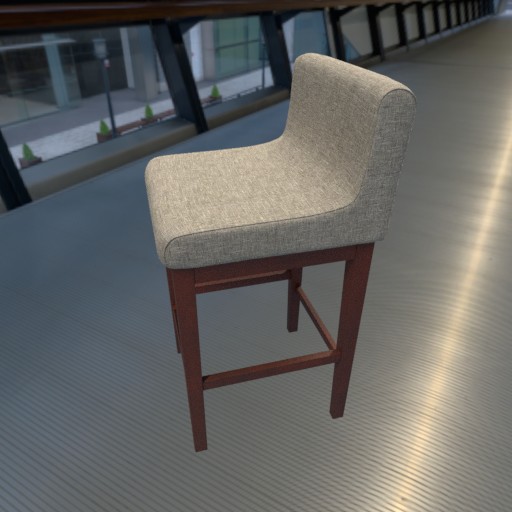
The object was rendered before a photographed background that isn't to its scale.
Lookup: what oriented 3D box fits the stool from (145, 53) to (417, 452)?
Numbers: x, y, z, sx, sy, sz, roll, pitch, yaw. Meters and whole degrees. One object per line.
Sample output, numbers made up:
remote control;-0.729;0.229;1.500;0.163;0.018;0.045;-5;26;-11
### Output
stool;0.000;0.000;1.055;0.459;0.835;0.417;-8;33;-13
